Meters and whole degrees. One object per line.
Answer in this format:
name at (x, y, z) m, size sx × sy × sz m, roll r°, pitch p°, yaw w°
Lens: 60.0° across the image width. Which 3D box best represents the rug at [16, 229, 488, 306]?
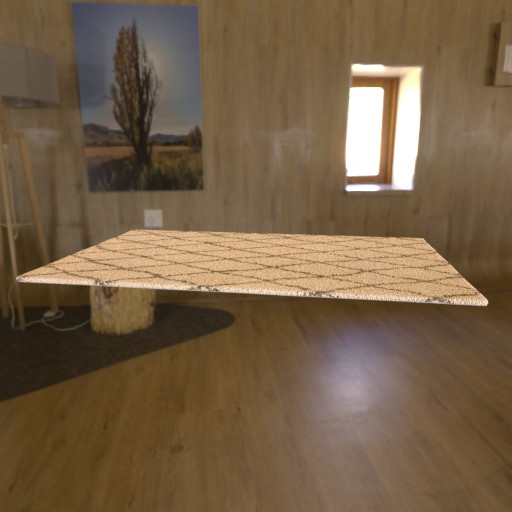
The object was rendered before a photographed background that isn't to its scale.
rug at (0.000, 0.000, 2.974) m, size 2.438 × 0.030 × 1.524 m, roll 2°, pitch 14°, yaw 9°
